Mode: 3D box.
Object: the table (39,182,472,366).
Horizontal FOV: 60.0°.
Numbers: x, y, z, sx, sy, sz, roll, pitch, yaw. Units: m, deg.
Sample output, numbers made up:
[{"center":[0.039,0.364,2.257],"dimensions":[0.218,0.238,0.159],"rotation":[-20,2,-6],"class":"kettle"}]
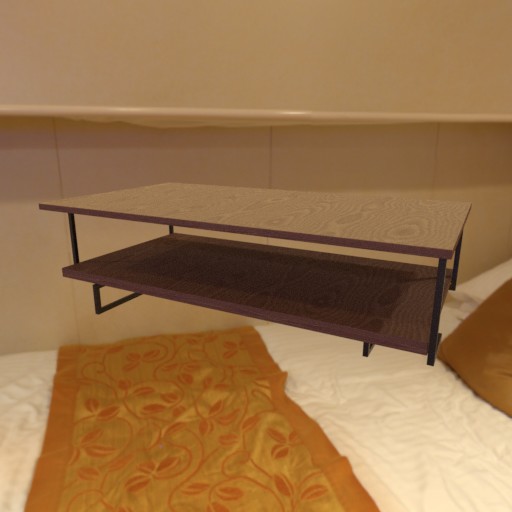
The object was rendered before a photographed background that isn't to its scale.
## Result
[{"center":[0.000,0.000,1.440],"dimensions":[1.197,0.347,0.651],"rotation":[8,18,27],"class":"table"}]
